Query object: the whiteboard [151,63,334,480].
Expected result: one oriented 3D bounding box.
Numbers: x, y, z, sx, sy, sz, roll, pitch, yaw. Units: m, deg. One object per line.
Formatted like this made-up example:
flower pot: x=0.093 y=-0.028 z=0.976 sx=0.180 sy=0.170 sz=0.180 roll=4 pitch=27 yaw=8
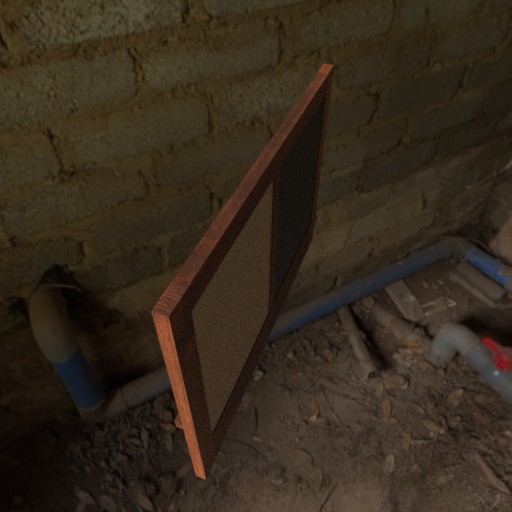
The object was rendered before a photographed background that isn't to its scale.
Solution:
whiteboard: x=0.000 y=0.000 z=0.973 sx=0.083 sy=0.553 sz=0.768 roll=16 pitch=47 yaw=15
